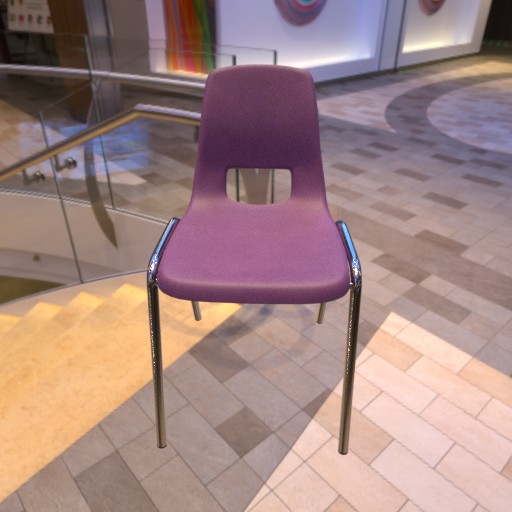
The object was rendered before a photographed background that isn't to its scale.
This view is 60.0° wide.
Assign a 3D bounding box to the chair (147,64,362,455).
[{"bbox_3d":[0.000,0.000,0.890,0.381,0.654,0.432,1,32,2],"label":"chair"}]
